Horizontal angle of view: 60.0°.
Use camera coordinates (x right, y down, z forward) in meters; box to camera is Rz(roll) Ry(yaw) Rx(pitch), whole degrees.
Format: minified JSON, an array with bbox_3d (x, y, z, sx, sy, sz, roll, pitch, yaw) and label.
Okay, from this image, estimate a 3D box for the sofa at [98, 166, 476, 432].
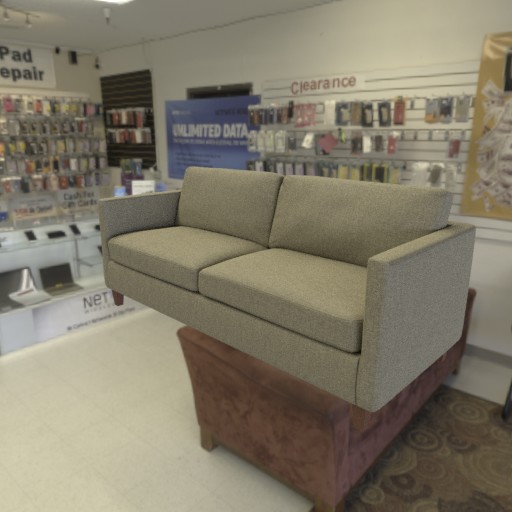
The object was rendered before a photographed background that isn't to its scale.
[{"bbox_3d":[0.000,0.000,2.700,2.208,0.960,0.956,15,21,42],"label":"sofa"}]
